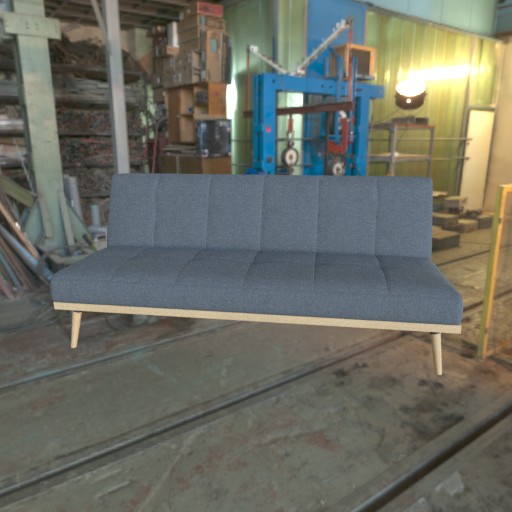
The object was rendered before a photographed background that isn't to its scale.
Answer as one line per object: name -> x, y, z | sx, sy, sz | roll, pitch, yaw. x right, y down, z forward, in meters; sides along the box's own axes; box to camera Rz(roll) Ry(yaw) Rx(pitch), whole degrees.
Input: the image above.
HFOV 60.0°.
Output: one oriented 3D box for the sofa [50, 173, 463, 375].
sofa -> 0.000, 0.000, 2.259 | 1.820, 0.770, 0.820 | 2, 15, 8
